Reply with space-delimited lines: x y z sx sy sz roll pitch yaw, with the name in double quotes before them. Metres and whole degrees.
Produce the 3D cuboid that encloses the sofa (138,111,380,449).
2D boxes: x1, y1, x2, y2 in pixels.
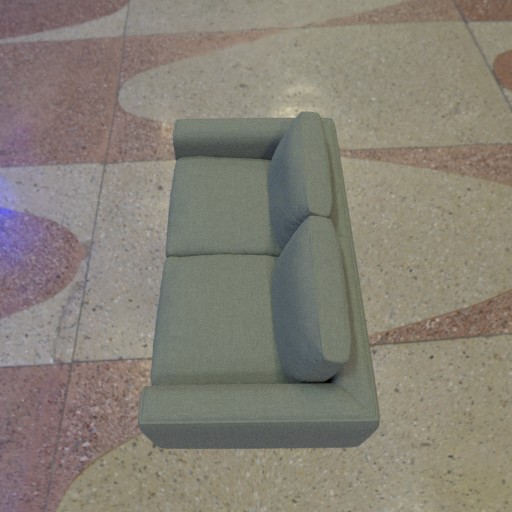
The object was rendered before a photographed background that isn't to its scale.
"sofa" 0.000 0.000 2.493 1.069 0.800 1.920 -1 58 0
